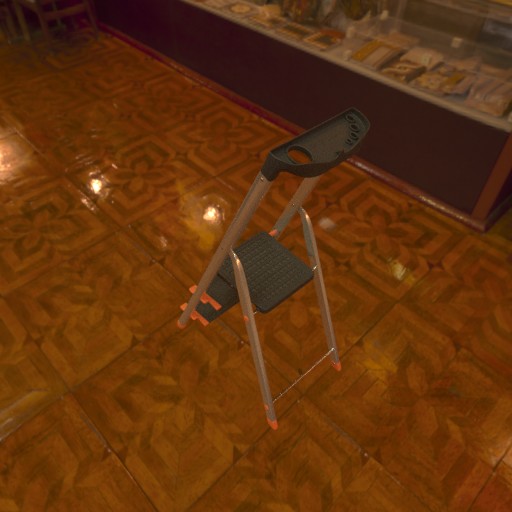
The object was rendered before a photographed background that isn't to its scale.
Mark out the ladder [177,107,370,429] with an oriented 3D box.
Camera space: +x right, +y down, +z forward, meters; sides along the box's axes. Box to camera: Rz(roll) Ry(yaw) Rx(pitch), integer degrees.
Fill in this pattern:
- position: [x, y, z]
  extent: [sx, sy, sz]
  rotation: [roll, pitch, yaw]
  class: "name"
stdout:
- position: [0.000, 0.000, 1.603]
  extent: [0.416, 1.229, 0.686]
  rotation: [-33, 56, -27]
  class: "ladder"
